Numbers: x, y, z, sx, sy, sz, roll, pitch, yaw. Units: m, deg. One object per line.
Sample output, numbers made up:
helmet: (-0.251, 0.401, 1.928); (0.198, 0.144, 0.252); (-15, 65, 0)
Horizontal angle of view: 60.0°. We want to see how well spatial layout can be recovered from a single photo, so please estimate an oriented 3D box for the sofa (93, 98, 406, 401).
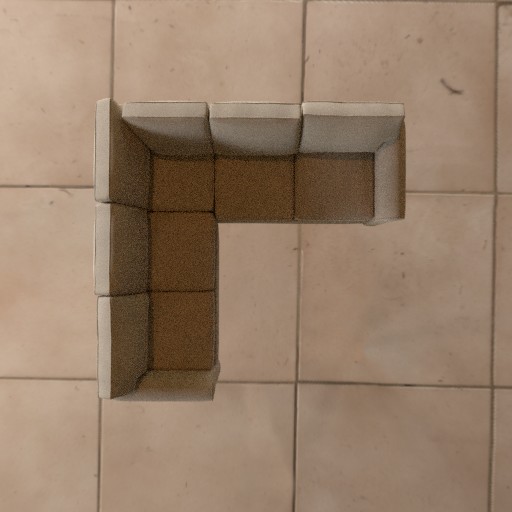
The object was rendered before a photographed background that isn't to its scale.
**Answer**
sofa: (0.000, 0.000, 3.893); (2.569, 1.054, 2.487); (0, 89, 0)
